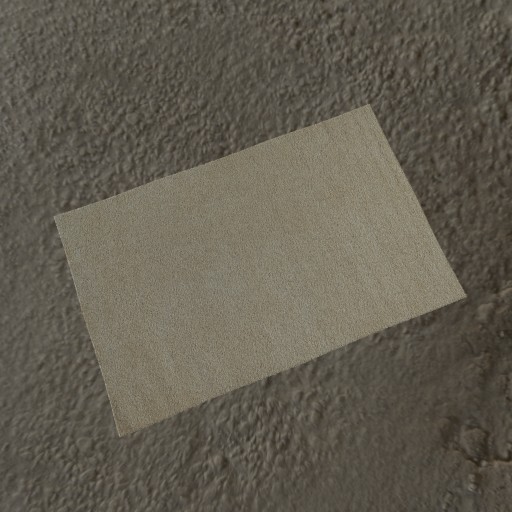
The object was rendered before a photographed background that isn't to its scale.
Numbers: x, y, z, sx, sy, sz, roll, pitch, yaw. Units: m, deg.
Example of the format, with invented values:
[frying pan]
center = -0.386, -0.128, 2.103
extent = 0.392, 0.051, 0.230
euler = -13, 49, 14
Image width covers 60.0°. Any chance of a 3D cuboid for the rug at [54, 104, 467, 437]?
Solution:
[rug]
center = 0.000, 0.000, 2.937
extent = 2.346, 0.025, 1.500
euler = -21, 77, -5
